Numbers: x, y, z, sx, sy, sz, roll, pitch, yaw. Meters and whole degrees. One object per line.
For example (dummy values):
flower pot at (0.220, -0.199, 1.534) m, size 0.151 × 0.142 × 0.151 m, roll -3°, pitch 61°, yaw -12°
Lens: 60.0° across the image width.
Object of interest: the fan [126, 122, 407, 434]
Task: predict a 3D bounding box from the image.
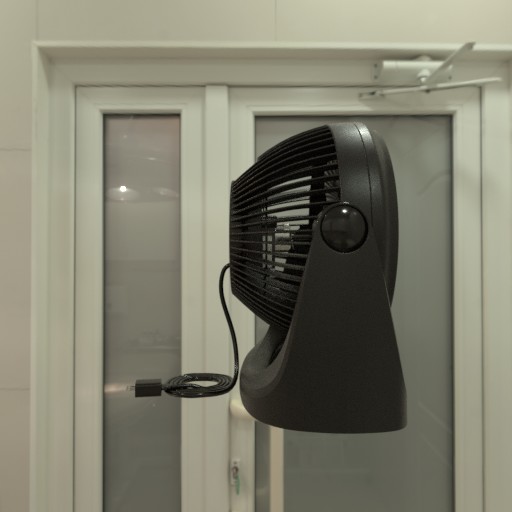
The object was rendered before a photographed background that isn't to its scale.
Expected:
fan at (0.000, 0.000, 0.476) m, size 0.256 × 0.277 × 0.273 m, roll 0°, pitch -1°, yaw 0°
